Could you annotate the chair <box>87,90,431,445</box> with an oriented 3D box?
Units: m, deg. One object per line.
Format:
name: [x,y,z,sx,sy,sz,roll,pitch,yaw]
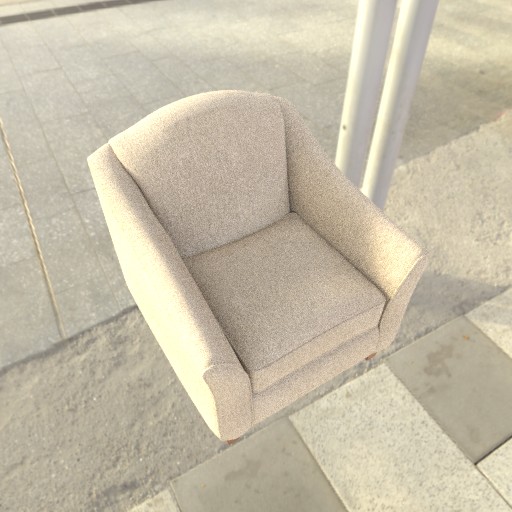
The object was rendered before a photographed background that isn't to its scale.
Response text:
chair: [0.000,0.000,1.478,0.763,0.839,0.787,-24,50,-22]
